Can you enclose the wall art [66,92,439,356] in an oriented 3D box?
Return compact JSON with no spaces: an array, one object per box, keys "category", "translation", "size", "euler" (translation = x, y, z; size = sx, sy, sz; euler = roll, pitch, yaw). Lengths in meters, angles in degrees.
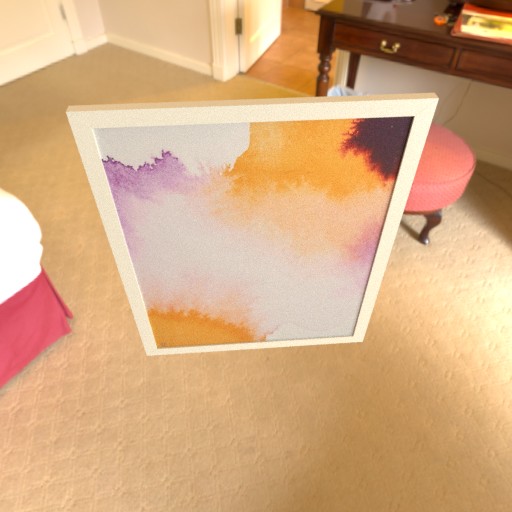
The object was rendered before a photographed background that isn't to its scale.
[{"category":"wall art","translation":[0.000,0.000,0.620],"size":[0.382,0.456,0.013],"euler":[-3,46,-3]}]
